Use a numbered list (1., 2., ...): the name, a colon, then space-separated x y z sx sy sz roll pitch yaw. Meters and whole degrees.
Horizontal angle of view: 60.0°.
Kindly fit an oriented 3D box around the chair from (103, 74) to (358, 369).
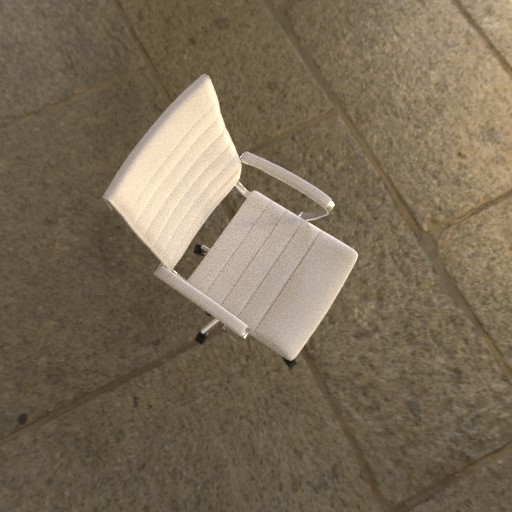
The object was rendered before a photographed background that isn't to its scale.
1. chair: 0.000 0.000 1.658 0.739 1.149 0.766 33 77 9
